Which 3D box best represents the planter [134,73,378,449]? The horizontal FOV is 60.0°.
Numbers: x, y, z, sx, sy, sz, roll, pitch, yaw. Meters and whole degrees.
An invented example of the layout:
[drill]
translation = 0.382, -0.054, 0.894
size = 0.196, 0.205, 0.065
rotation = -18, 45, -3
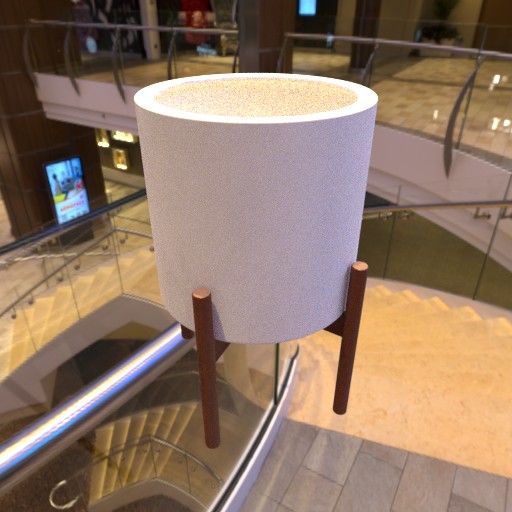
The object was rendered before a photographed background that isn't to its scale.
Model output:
[planter]
translation = 0.000, 0.000, 0.949
size = 0.417, 0.670, 0.417
rotation = -8, 32, -14
